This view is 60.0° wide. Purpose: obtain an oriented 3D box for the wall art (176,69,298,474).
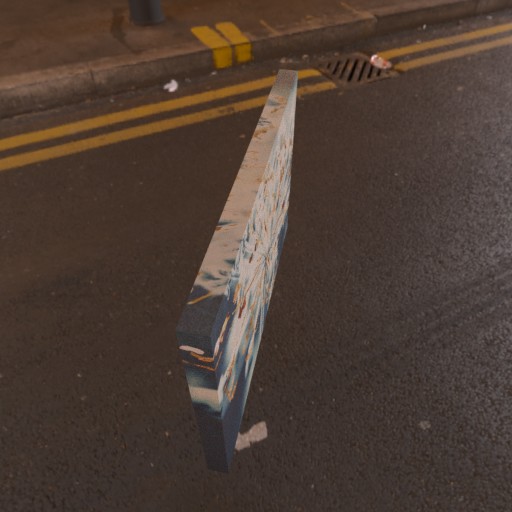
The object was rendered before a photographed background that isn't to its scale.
[{"bbox_3d":[0.000,0.000,0.788,0.036,0.405,0.607,9,47,8],"label":"wall art"}]
